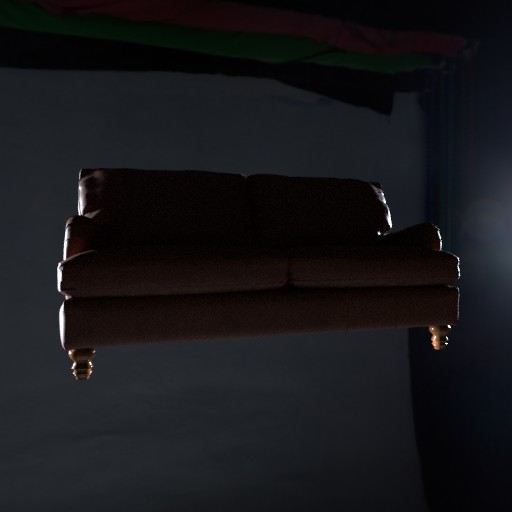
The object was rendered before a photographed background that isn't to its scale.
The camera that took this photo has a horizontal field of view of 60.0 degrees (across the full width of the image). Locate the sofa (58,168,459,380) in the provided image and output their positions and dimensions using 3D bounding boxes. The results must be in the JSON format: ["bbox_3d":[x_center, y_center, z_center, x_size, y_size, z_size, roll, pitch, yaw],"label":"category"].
[{"bbox_3d":[0.000,0.000,2.731,2.144,1.071,1.147,0,1,-18],"label":"sofa"}]
